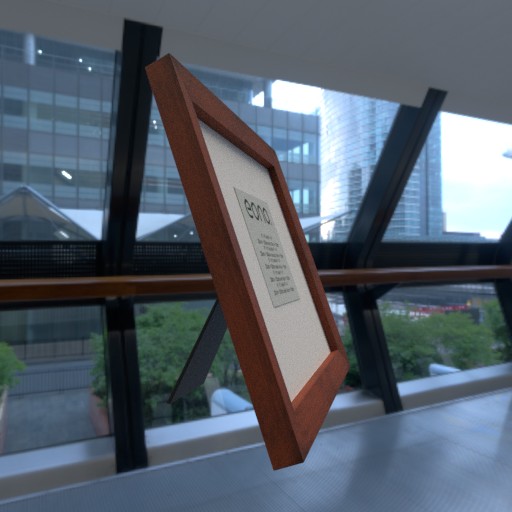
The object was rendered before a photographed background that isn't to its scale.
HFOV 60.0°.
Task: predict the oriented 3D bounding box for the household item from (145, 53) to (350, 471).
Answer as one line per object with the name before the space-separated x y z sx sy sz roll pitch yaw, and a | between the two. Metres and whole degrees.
household item | 0.000 0.000 0.373 0.131 0.240 0.240 0 -1 18
